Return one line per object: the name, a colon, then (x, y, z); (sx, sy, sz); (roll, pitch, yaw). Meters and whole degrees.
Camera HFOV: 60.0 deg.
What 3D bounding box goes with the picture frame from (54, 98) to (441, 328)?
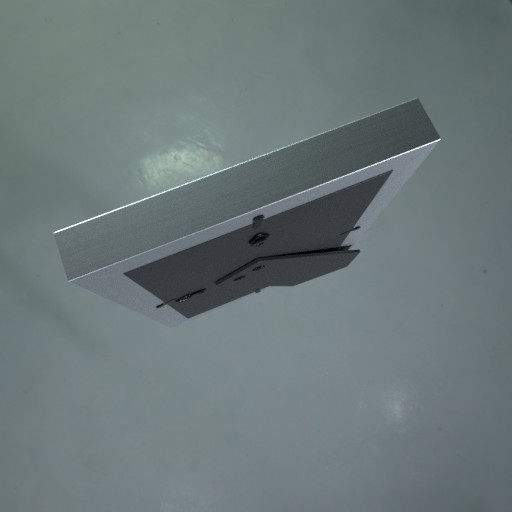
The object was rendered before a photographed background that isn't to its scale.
picture frame: (0.000, 0.000, 0.276); (0.157, 0.208, 0.028); (-21, 77, -5)
